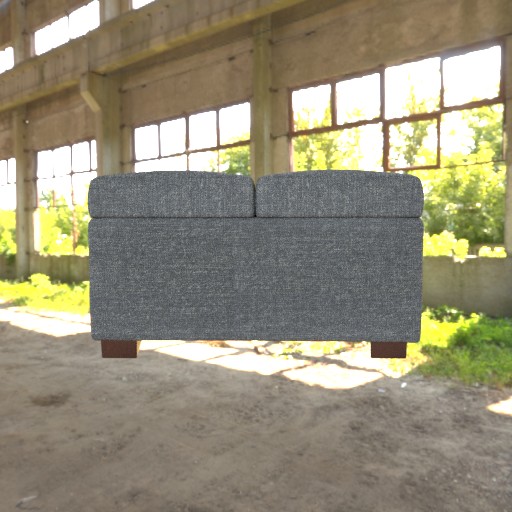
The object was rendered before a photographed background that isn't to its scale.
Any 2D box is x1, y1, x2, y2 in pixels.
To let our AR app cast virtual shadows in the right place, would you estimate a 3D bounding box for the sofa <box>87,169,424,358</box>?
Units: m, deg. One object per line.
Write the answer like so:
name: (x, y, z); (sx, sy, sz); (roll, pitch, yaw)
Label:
sofa: (0.000, 0.000, 1.559); (0.782, 0.417, 1.198); (0, 1, 1)
